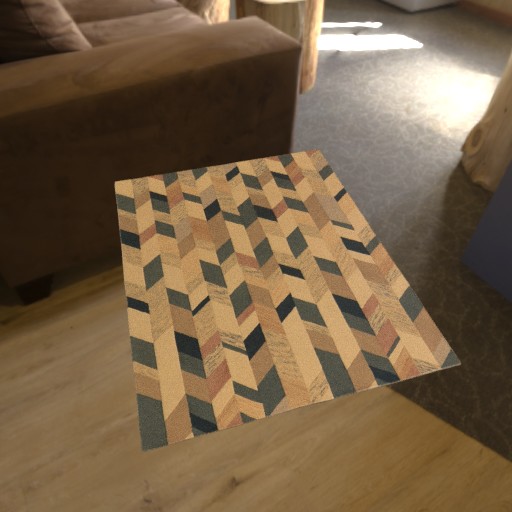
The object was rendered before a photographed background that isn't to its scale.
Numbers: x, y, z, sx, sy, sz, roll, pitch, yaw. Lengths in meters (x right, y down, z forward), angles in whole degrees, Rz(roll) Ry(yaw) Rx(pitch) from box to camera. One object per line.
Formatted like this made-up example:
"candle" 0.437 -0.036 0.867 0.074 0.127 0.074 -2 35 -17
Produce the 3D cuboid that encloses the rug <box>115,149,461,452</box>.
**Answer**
"rug" 0.000 0.000 4.191 2.451 0.011 3.072 -11 47 -11
